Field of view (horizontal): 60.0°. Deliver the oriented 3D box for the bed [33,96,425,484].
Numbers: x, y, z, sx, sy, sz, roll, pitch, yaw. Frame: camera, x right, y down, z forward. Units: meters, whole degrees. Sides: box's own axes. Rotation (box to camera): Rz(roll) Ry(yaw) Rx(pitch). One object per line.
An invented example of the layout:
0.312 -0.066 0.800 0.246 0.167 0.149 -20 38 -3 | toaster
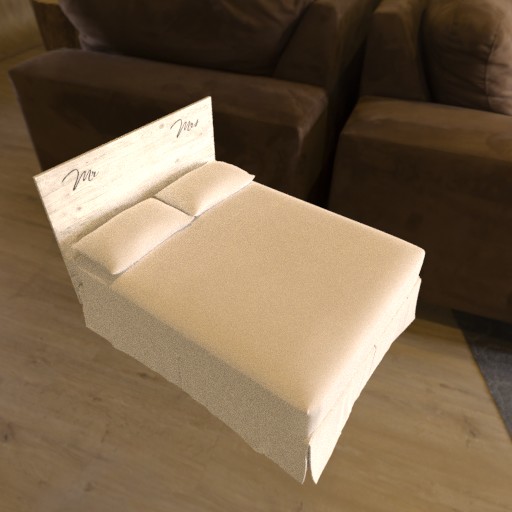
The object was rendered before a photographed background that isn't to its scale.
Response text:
0.000 0.000 3.133 2.094 1.335 1.745 26 47 27 | bed
